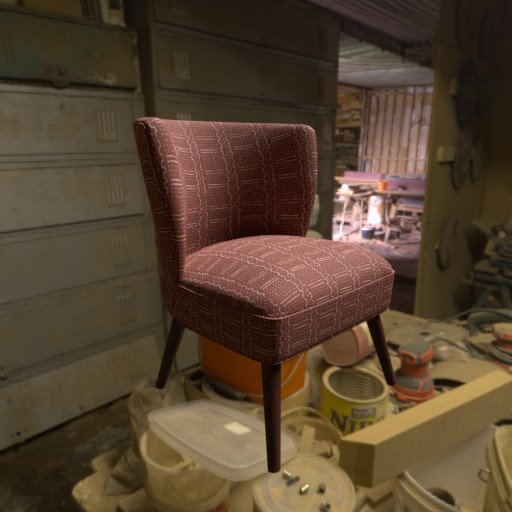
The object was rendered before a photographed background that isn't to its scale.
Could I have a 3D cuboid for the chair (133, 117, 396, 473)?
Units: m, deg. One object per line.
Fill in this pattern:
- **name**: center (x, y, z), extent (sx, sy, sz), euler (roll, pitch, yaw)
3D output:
- **chair**: center (0.000, 0.000, 1.444), extent (0.706, 0.866, 0.758), euler (-14, 20, -43)
